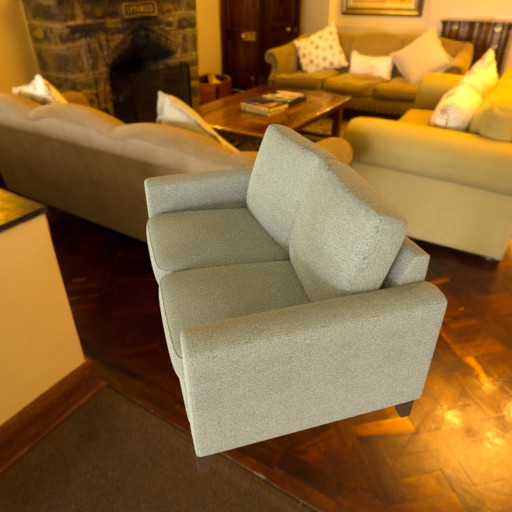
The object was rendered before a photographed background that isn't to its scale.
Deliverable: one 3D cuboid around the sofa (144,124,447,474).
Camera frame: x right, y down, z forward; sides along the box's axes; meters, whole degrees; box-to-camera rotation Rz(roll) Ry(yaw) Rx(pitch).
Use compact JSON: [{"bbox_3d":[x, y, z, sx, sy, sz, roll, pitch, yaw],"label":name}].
[{"bbox_3d":[0.000,0.000,2.018,0.917,0.873,1.420,-9,33,-14],"label":"sofa"}]
